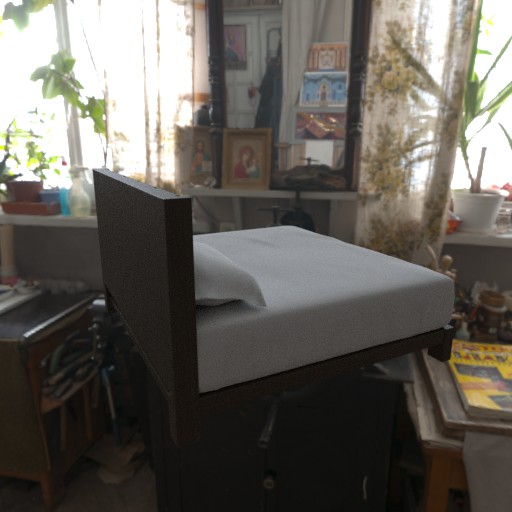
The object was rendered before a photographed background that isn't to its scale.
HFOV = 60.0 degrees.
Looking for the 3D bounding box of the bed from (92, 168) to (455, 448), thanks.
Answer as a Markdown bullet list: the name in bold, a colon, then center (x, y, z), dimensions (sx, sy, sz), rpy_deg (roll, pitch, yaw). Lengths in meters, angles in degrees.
- **bed**: center (0.000, 0.000, 3.451), dimensions (2.012, 1.270, 2.134), rpy_deg (-8, 17, -26)
